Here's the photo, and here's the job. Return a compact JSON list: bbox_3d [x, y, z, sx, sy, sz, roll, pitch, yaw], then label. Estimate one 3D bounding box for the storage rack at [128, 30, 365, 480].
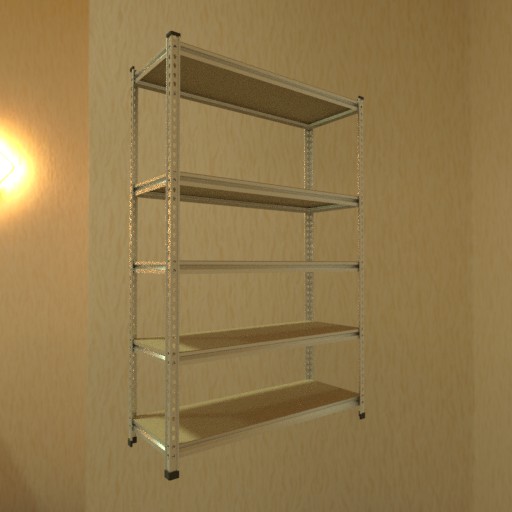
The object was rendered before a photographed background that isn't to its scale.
[{"bbox_3d":[0.000,0.000,2.345,1.219,1.829,0.457,1,-1,-37],"label":"storage rack"}]
